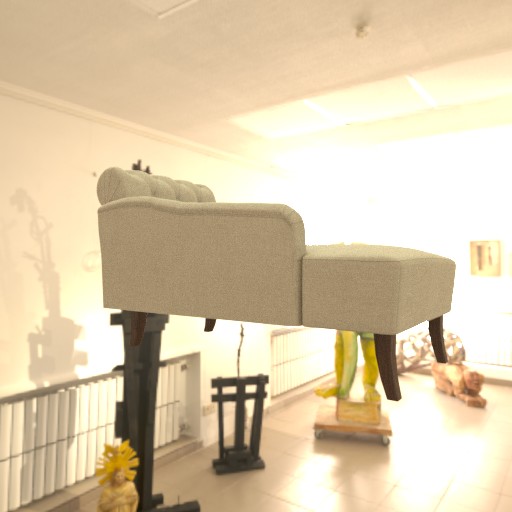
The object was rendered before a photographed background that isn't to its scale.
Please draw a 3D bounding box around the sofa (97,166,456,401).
[{"bbox_3d":[0.000,0.000,1.789,1.379,0.787,0.675,-1,-1,36],"label":"sofa"}]
